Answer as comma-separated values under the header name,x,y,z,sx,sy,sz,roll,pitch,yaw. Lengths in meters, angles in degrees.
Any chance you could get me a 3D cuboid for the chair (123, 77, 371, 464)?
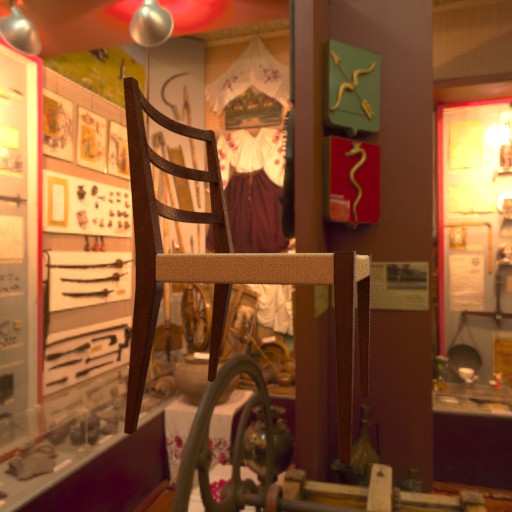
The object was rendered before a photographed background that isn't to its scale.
name,x,y,z,sx,sy,sz,roll,pitch,yaw
chair,0.000,0.000,1.154,0.551,0.813,0.480,0,0,18
